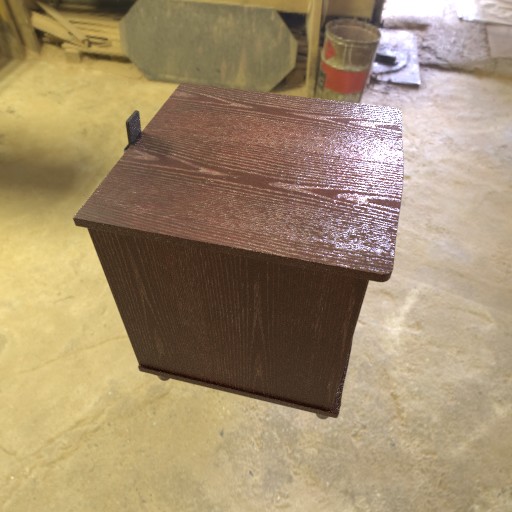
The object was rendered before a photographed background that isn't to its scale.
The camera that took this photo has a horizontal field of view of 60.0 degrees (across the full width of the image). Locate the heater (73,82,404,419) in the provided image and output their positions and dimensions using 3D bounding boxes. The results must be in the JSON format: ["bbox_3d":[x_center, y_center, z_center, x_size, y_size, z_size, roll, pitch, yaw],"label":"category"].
[{"bbox_3d":[0.000,0.000,0.765,0.400,0.481,0.362,10,48,10],"label":"heater"}]
